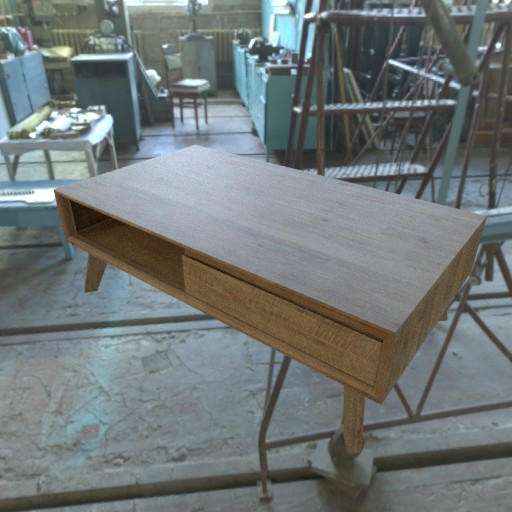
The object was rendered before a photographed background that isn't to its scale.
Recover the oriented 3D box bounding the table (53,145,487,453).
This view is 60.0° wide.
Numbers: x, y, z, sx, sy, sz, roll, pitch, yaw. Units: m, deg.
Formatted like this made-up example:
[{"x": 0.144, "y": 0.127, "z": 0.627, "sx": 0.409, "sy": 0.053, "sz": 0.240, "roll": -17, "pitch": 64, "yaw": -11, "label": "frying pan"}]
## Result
[{"x": 0.000, "y": 0.000, "z": 2.013, "sx": 1.619, "sy": 0.531, "sz": 0.918, "roll": 21, "pitch": 36, "yaw": 32, "label": "table"}]
